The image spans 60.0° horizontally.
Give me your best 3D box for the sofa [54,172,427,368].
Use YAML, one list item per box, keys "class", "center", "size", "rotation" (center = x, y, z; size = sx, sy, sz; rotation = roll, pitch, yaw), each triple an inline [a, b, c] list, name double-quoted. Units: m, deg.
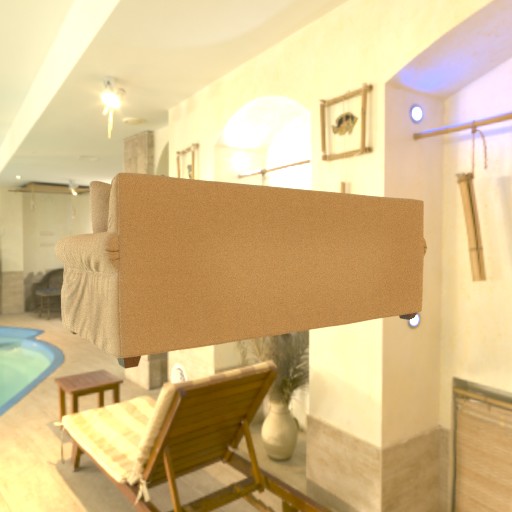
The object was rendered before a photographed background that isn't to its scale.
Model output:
- class: "sofa"
  center: [0.000, 0.000, 2.875]
  size: [2.285, 0.904, 1.067]
  rotation: [-1, 2, -36]
